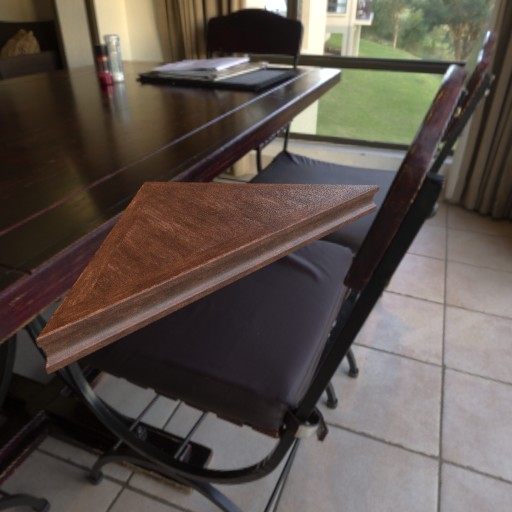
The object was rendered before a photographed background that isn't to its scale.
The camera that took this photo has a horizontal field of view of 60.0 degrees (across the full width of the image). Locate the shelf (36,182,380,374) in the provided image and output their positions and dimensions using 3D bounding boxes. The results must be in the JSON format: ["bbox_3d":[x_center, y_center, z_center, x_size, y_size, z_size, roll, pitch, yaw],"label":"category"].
[{"bbox_3d":[0.000,0.000,0.440,0.296,0.035,0.296,1,31,2],"label":"shelf"}]
